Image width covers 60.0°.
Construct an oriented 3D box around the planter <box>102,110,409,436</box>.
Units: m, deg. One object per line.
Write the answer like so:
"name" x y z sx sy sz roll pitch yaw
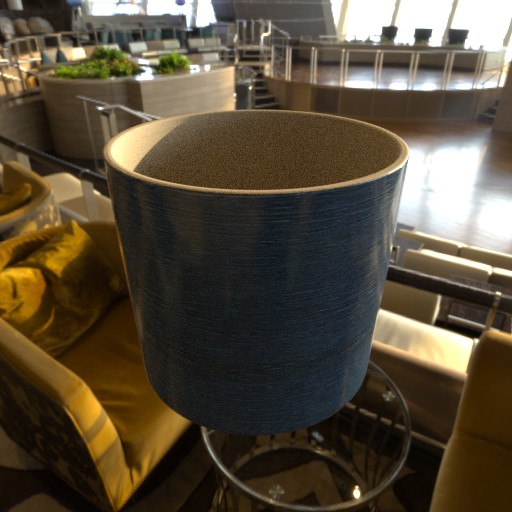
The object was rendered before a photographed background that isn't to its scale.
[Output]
"planter" 0.000 0.000 0.383 0.221 0.201 0.221 0 29 0
